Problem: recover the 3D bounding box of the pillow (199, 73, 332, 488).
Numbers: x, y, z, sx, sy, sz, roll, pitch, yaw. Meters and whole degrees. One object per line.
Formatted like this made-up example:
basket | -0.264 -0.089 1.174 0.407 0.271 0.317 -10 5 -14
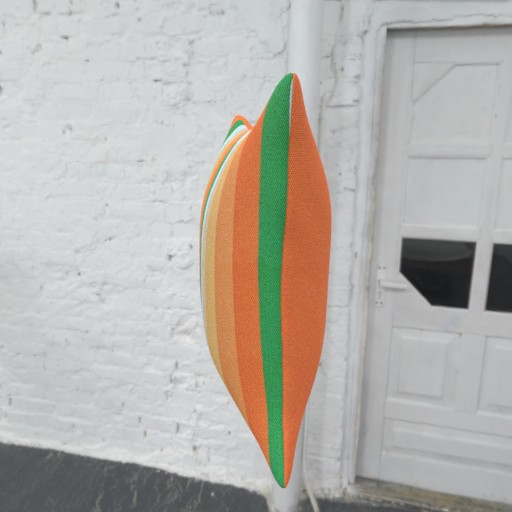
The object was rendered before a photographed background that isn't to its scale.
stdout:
pillow | 0.000 0.000 0.668 0.169 0.444 0.453 -2 13 -8
